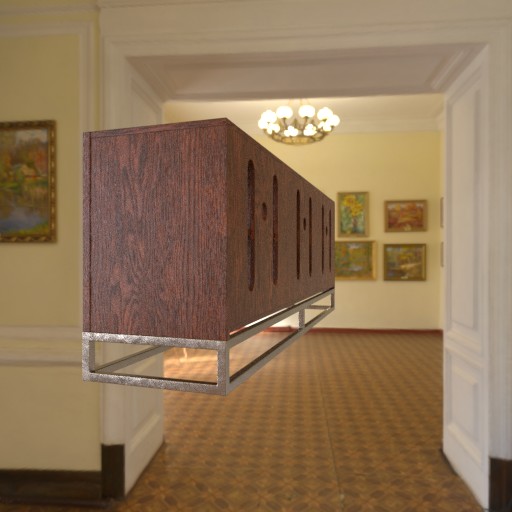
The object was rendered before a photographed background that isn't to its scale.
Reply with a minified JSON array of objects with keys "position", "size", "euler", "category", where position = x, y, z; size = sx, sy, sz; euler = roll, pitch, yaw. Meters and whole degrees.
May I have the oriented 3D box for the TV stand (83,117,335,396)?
[{"position":[0.000,0.000,1.708],"size":[0.382,0.578,1.541],"euler":[0,0,18],"category":"TV stand"}]
